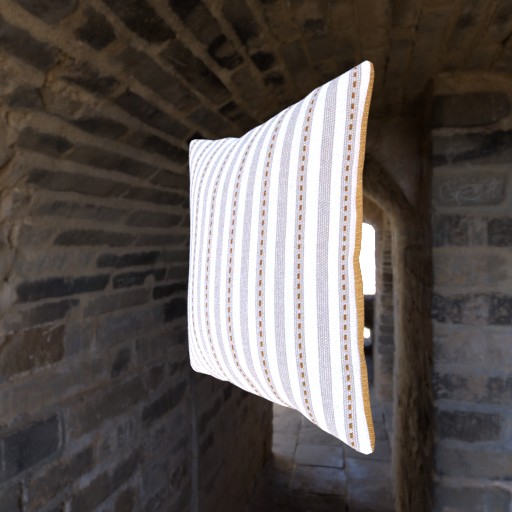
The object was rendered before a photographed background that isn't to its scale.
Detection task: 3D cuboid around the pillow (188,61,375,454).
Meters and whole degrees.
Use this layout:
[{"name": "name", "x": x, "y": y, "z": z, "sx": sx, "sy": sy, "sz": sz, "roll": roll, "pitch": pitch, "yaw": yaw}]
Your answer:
[{"name": "pillow", "x": 0.000, "y": 0.000, "z": 0.660, "sx": 0.147, "sy": 0.437, "sz": 0.432, "roll": -1, "pitch": 1, "yaw": -36}]
